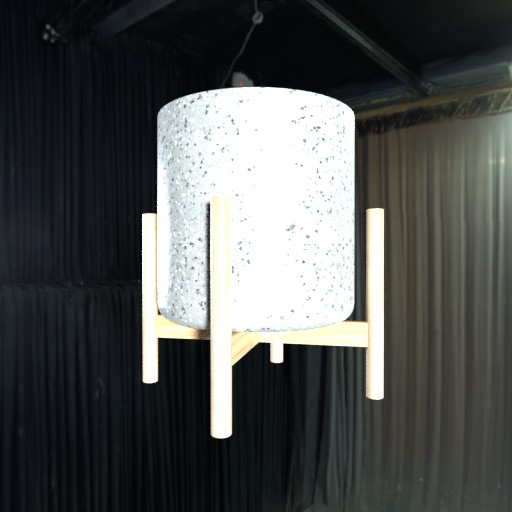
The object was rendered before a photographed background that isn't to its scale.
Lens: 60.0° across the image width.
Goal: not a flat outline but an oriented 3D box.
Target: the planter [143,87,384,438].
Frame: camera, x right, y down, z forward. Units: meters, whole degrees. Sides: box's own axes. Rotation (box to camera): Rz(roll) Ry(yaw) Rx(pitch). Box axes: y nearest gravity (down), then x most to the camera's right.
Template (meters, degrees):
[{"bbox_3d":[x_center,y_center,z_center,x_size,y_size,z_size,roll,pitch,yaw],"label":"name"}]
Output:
[{"bbox_3d":[0.000,0.000,0.699,0.360,0.419,0.360,0,0,36],"label":"planter"}]
